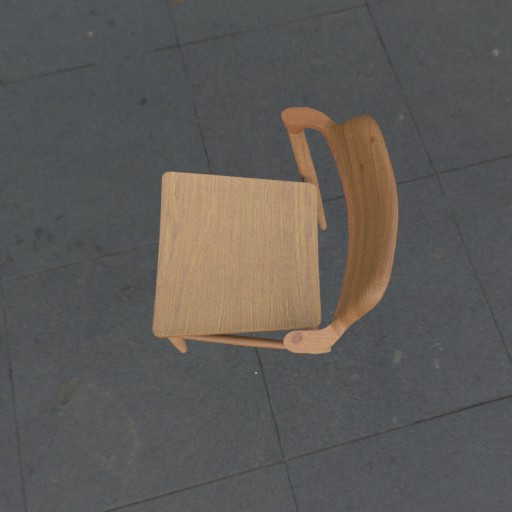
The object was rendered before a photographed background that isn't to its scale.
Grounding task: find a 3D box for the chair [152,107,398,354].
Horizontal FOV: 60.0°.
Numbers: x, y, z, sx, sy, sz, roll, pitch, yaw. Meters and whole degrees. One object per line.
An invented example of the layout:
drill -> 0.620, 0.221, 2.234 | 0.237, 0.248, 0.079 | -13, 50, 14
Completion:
chair -> 0.000, 0.000, 1.145 | 0.499, 0.792, 0.512 | 0, 75, 0
